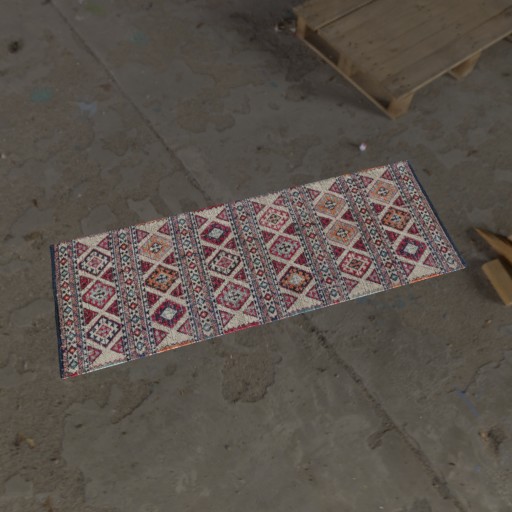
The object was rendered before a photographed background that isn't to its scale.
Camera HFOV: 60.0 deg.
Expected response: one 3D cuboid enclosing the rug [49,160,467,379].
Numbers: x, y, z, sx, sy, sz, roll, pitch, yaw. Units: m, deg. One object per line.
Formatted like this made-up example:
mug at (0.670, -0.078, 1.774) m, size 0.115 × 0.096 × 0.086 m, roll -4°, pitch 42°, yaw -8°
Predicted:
rug at (0.000, 0.000, 2.642) m, size 2.362 × 0.008 × 0.832 m, roll -14°, pitch 64°, yaw -7°
